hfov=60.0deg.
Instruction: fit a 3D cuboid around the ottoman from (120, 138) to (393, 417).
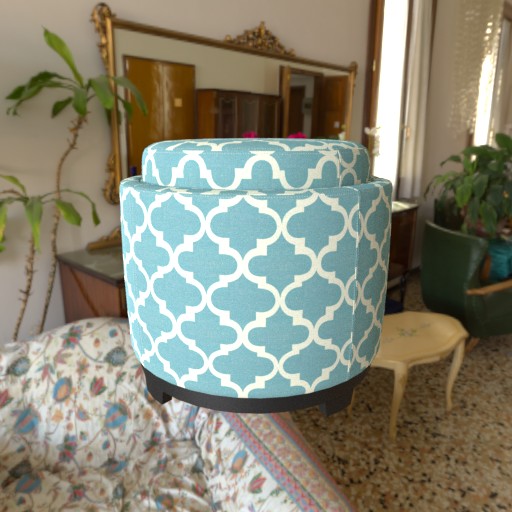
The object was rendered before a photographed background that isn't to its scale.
[{"bbox_3d":[0.000,0.000,0.836,0.480,0.429,0.480,0,15,0],"label":"ottoman"}]
